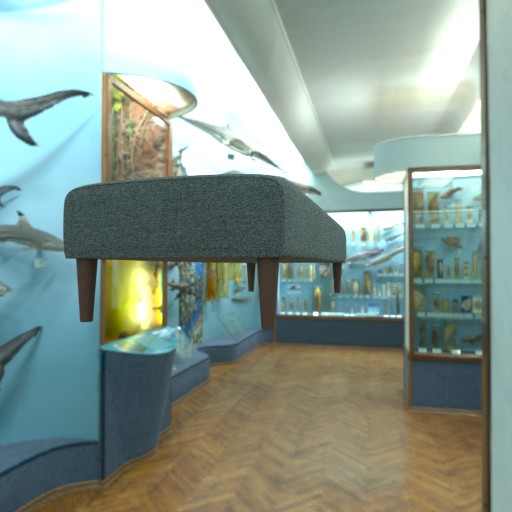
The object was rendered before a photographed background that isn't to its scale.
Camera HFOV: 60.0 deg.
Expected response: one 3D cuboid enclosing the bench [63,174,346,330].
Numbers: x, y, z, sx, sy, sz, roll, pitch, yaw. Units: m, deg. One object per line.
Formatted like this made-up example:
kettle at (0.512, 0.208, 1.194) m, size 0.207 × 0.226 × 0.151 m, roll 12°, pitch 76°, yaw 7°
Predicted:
bench at (0.000, 0.000, 1.844) m, size 0.631 × 0.384 × 1.598 m, roll 0°, pitch -1°, yaw 17°
